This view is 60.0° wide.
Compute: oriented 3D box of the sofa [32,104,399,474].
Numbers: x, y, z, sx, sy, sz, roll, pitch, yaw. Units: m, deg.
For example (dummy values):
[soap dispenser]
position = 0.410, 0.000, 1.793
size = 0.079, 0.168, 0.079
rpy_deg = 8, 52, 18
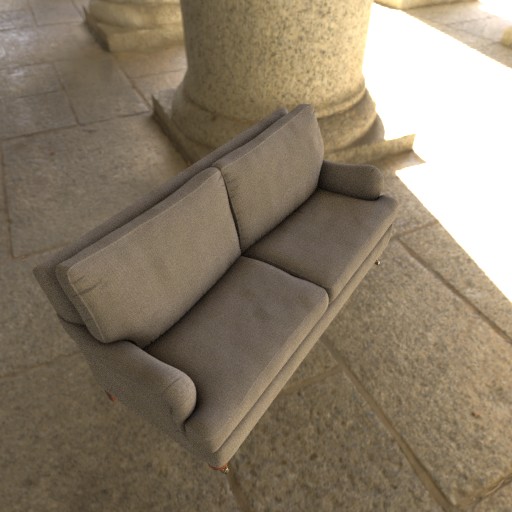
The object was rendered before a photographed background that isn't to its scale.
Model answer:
[sofa]
position = 0.000, 0.000, 2.738
size = 1.069, 1.096, 2.193
rpy_deg = 25, 48, 25
